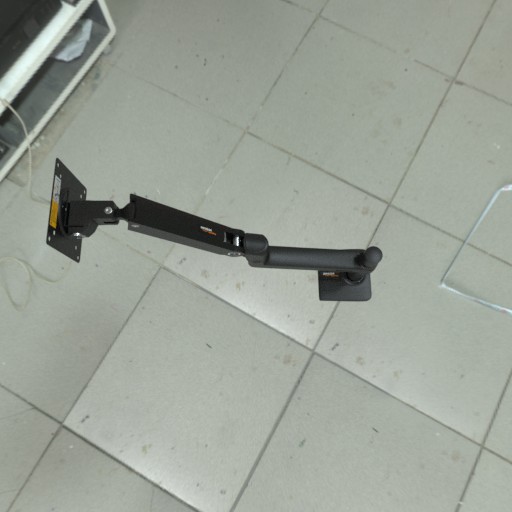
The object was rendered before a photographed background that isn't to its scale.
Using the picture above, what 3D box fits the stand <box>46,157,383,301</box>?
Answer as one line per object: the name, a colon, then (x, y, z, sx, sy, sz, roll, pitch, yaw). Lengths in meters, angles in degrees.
stand: (0.000, 0.000, 1.046, 0.650, 0.713, 0.152, 0, 76, 0)
